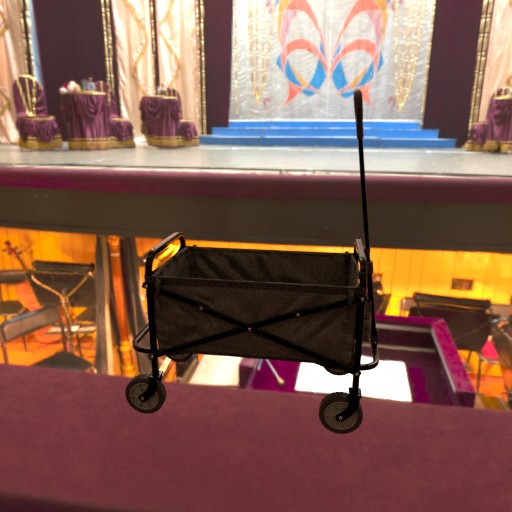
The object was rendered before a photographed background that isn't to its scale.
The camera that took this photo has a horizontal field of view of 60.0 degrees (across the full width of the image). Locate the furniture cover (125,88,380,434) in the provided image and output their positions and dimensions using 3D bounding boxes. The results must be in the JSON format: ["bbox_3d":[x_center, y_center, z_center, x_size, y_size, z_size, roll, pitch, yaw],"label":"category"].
[{"bbox_3d":[0.000,0.000,1.841,1.038,1.295,0.532,3,17,9],"label":"furniture cover"}]
